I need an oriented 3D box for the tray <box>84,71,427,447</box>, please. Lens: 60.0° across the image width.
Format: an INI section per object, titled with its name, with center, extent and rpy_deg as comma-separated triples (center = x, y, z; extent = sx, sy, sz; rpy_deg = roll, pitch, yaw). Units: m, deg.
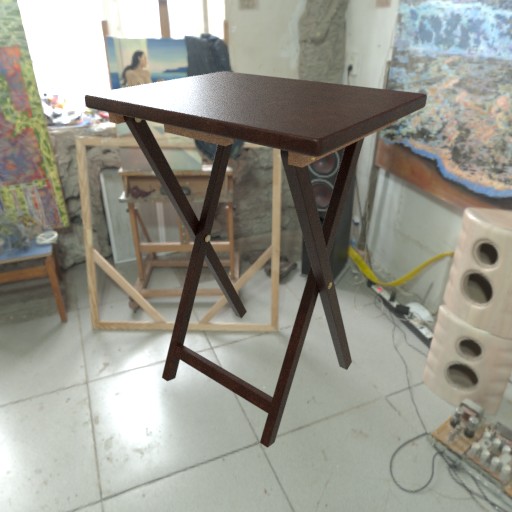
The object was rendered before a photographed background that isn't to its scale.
[tray]
center = 0.000, 0.000, 0.948
extent = 0.483, 0.660, 0.381
rpy_deg = 21, 36, 32
